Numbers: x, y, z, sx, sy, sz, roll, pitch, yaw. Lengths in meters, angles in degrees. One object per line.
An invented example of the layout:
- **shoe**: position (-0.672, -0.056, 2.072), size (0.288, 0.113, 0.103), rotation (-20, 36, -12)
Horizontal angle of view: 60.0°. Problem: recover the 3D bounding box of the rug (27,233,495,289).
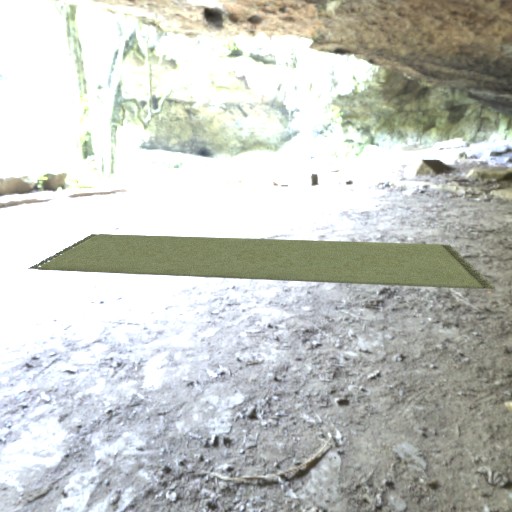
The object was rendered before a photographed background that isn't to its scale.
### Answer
- **rug**: position (0.000, 0.000, 2.769), size (2.544, 0.015, 0.795), rotation (2, 18, 7)
